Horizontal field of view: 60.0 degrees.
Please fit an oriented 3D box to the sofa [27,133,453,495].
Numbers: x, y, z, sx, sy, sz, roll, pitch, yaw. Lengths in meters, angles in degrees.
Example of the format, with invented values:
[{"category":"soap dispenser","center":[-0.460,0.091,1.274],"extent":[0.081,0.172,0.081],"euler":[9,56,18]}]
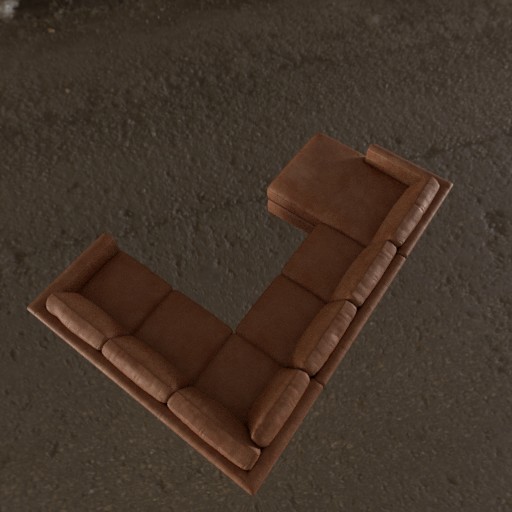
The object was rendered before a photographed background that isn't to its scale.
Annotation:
[{"category":"sofa","center":[0.000,0.000,4.378],"extent":[2.430,0.832,3.401],"euler":[33,67,16]}]
